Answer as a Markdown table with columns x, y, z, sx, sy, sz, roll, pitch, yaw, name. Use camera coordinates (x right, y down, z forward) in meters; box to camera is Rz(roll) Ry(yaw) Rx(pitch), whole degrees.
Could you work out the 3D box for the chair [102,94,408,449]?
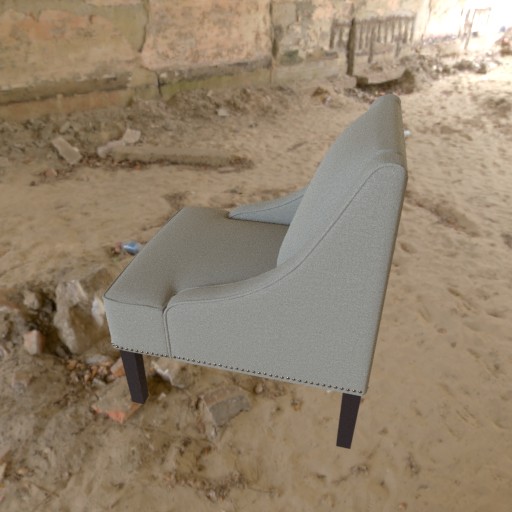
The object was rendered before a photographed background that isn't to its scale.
| x | y | z | sx | sy | sz | roll | pitch | yaw | name |
| --- | --- | --- | --- | --- | --- | --- | --- | --- | --- |
| 0.000 | 0.000 | 1.351 | 0.737 | 0.864 | 0.610 | 8 | 33 | 12 | chair |
